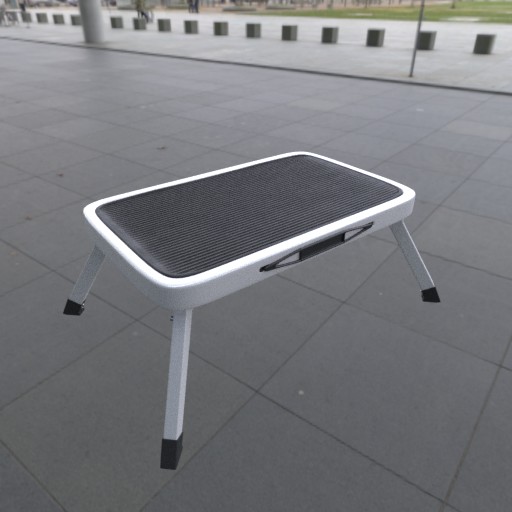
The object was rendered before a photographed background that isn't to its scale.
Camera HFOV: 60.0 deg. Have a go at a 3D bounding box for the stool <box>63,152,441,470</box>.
[{"bbox_3d":[0.000,0.000,0.604,0.460,0.170,0.320,-21,37,-32],"label":"stool"}]
